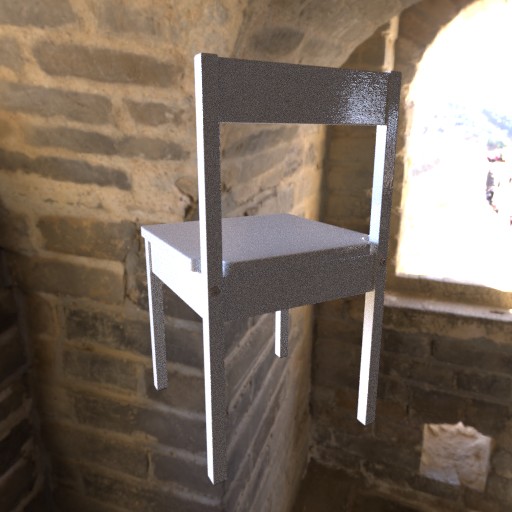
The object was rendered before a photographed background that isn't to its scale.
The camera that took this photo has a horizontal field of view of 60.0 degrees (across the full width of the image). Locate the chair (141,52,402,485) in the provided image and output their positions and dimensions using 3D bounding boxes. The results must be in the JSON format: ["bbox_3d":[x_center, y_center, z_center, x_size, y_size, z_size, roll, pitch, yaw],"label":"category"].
[{"bbox_3d":[0.000,0.000,0.886,0.367,0.668,0.361,-8,17,-28],"label":"chair"}]
